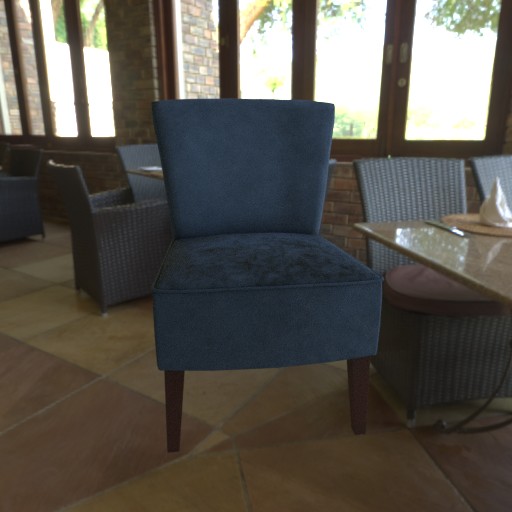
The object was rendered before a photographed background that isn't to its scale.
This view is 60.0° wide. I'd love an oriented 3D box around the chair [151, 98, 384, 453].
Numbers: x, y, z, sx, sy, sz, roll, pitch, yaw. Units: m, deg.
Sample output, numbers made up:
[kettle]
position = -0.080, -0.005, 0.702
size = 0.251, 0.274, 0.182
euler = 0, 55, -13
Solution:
[chair]
position = 0.000, 0.000, 1.158
size = 0.521, 0.806, 0.551
euler = -2, 16, -8
